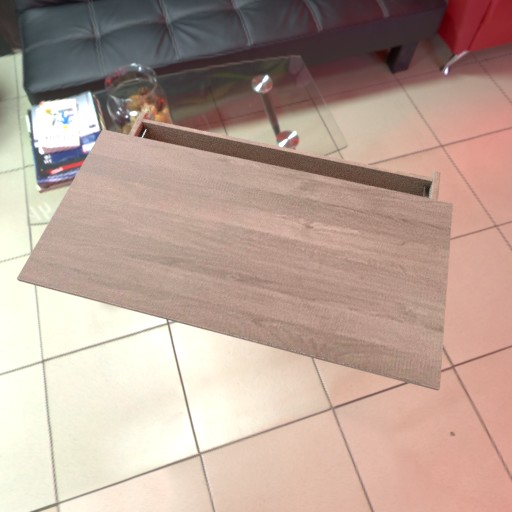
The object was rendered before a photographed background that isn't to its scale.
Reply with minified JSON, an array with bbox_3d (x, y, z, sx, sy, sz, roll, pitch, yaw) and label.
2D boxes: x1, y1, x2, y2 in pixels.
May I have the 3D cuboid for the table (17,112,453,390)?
[{"bbox_3d":[0.000,0.000,1.415,1.000,0.570,0.712,13,63,7],"label":"table"}]
